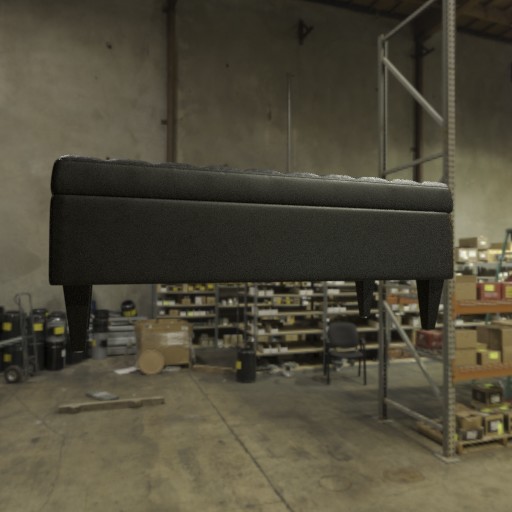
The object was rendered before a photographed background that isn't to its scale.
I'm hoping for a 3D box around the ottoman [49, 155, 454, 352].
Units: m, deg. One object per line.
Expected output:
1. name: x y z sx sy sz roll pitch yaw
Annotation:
1. ottoman: 0.000 0.000 1.400 1.151 0.469 0.482 0 -1 -19
